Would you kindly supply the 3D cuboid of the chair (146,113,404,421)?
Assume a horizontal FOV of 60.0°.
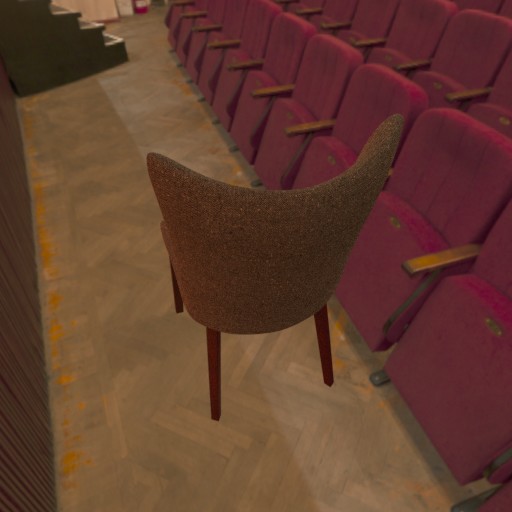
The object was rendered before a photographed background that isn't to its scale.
[{"bbox_3d":[0.000,0.000,1.284,0.535,0.924,0.623,-12,42,-14],"label":"chair"}]
